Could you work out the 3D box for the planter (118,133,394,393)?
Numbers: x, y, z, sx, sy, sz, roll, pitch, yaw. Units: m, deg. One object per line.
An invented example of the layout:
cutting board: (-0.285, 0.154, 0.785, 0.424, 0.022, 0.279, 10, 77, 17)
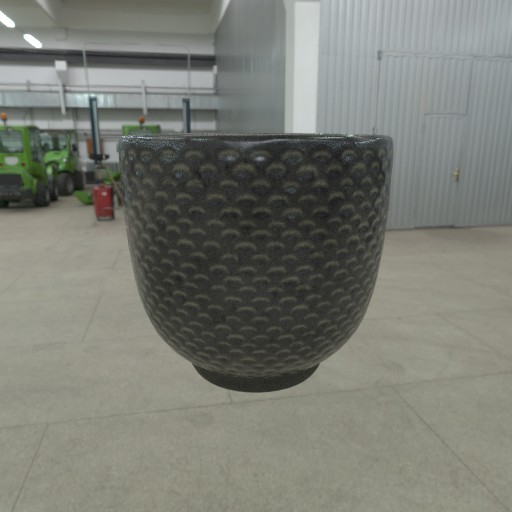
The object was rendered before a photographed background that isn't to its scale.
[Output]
planter: (0.000, 0.000, 0.306, 0.172, 0.160, 0.172, 0, 14, 0)
